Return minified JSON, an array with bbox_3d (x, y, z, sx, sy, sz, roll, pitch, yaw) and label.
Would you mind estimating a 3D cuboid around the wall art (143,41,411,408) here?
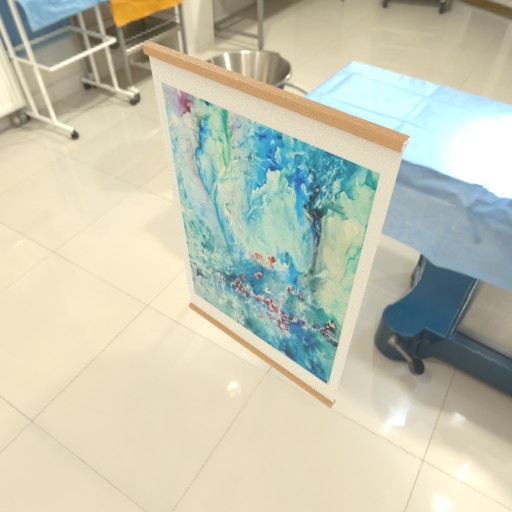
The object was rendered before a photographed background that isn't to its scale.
[{"bbox_3d":[0.000,0.000,0.638,0.335,0.510,0.013,30,53,26],"label":"wall art"}]
